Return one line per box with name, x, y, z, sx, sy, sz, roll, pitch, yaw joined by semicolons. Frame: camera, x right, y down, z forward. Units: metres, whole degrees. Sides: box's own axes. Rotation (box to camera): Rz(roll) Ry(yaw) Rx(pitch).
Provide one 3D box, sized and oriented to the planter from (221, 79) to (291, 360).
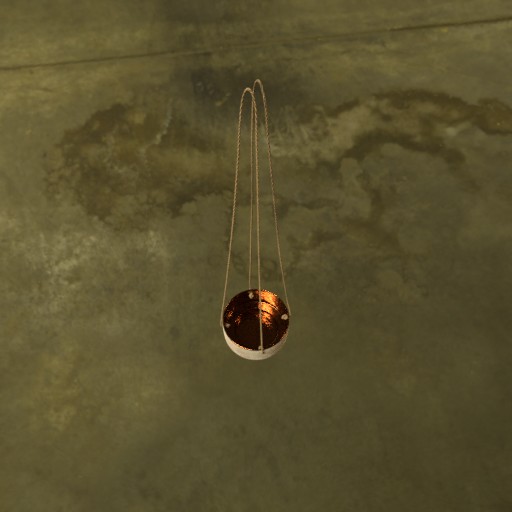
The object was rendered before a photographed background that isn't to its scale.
planter;0.000;0.000;1.131;0.223;1.030;0.223;31;63;18
